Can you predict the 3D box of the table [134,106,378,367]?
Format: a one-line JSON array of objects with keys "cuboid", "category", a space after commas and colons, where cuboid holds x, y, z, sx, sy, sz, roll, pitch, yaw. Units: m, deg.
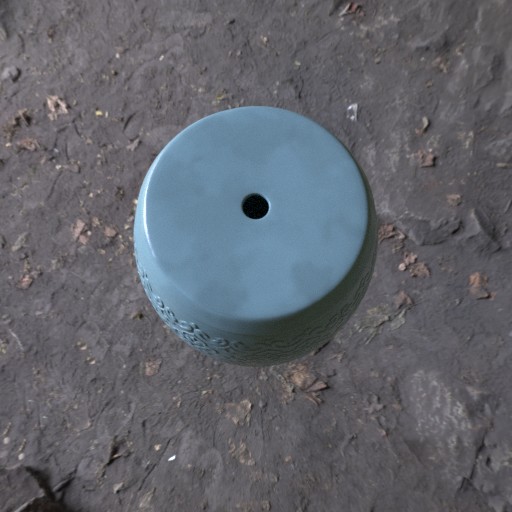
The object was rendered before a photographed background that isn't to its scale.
[{"cuboid": [0.000, 0.000, 0.635, 0.309, 0.397, 0.309, 0, 75, 0], "category": "table"}]
